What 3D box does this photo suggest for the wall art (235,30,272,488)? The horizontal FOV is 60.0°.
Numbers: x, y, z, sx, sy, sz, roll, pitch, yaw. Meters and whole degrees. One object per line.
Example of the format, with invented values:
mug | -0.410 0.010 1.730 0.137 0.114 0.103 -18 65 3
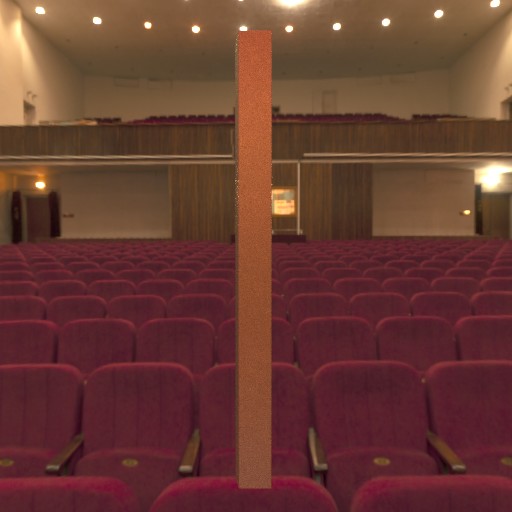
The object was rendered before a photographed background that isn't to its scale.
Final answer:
wall art | 0.000 0.000 0.511 0.028 0.349 0.349 0 2 1
